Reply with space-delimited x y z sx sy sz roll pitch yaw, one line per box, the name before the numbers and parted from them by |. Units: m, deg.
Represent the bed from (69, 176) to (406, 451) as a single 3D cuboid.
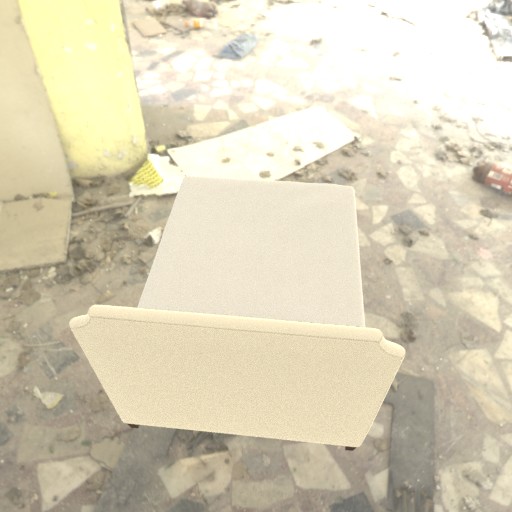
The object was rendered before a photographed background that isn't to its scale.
bed | 0.000 0.000 3.442 1.712 1.497 2.372 4 47 4
